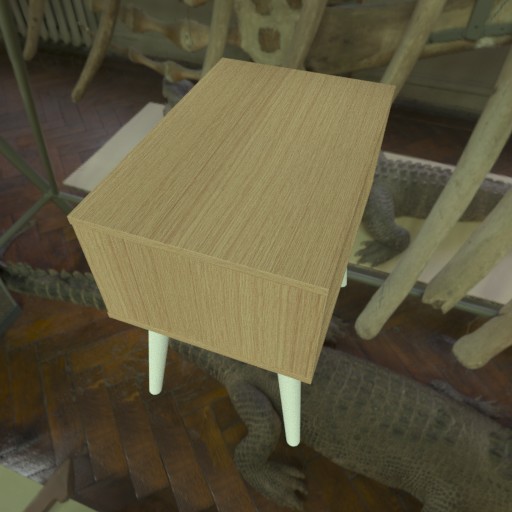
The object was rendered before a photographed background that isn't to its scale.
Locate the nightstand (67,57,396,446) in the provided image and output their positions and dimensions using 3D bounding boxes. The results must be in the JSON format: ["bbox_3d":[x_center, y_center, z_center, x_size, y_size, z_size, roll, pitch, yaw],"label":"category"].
[{"bbox_3d":[0.000,0.000,1.006,0.407,0.610,0.571,15,49,14],"label":"nightstand"}]
